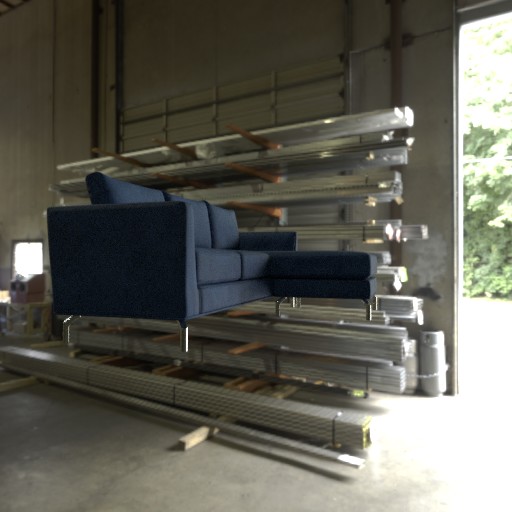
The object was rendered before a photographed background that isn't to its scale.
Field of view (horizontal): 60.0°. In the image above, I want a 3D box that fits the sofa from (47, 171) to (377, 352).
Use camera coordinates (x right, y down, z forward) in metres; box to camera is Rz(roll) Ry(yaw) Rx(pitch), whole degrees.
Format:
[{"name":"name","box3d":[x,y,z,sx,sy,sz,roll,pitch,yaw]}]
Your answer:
[{"name":"sofa","box3d":[0.000,0.000,3.315,1.622,0.987,2.438,0,-1,19]}]
